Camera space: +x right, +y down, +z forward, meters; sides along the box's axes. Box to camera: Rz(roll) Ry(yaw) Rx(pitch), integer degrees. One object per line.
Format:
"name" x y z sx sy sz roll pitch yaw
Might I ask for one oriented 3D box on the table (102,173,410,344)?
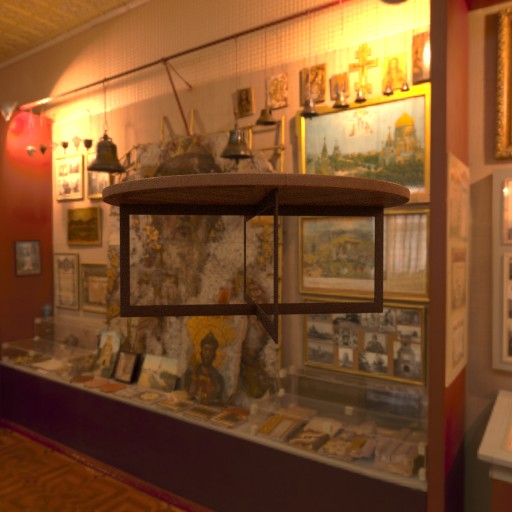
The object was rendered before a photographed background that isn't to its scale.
"table" 0.000 0.000 1.932 1.264 0.516 1.264 0 1 0
